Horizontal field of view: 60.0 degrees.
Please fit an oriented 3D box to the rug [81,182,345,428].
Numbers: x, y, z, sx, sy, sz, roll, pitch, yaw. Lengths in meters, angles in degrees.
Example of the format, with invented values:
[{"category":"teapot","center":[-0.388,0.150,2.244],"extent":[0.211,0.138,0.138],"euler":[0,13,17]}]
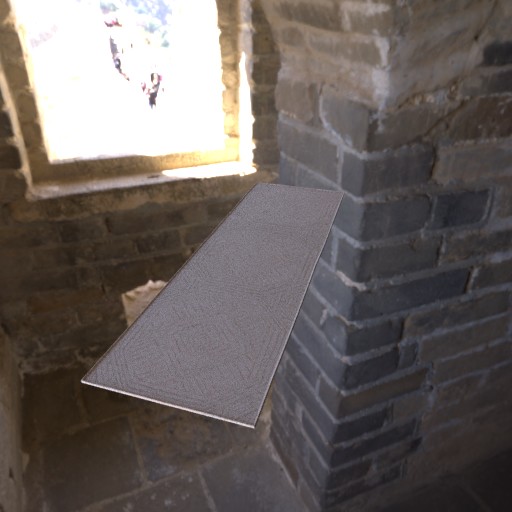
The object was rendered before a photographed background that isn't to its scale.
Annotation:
[{"category":"rug","center":[0.000,0.000,2.770],"extent":[0.775,0.012,2.452],"euler":[9,31,15]}]
